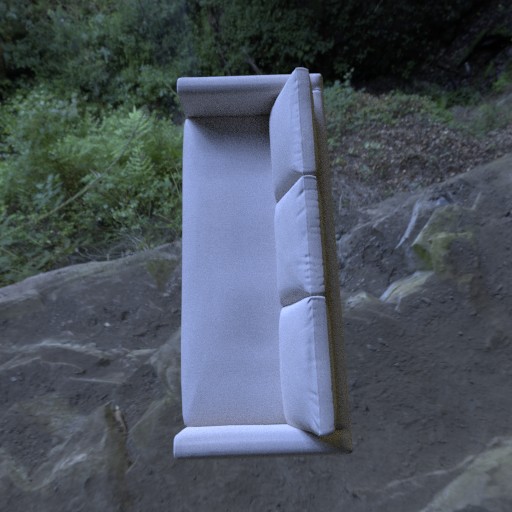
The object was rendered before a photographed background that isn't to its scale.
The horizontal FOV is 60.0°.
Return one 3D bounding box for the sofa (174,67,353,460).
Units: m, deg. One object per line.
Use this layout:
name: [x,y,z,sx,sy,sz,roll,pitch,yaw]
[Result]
sofa: [0.000,0.000,2.678,0.902,0.911,2.198,-2,76,0]
